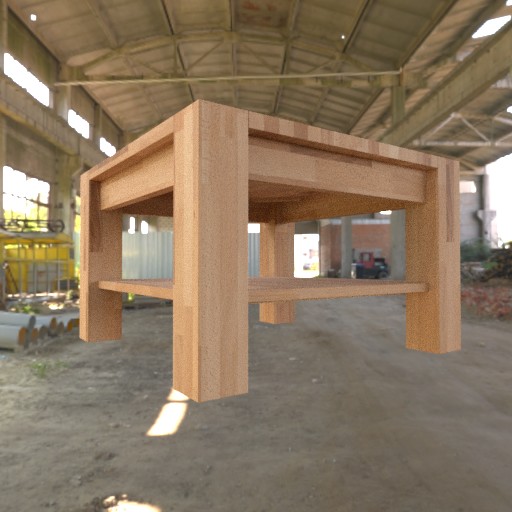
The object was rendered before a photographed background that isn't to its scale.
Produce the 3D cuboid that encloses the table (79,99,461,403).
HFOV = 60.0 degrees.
[{"bbox_3d":[0.000,0.000,1.143,0.700,0.451,0.700,1,-1,-35],"label":"table"}]
